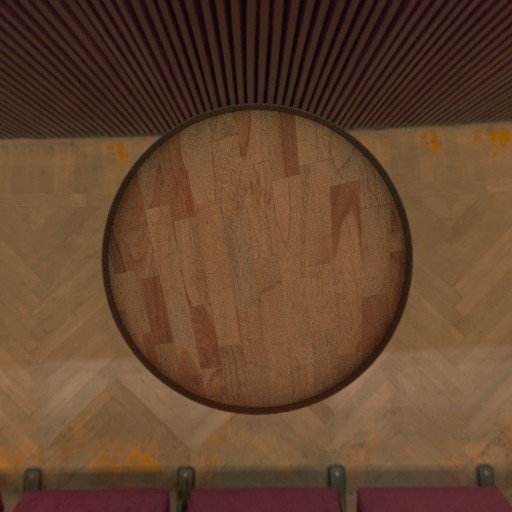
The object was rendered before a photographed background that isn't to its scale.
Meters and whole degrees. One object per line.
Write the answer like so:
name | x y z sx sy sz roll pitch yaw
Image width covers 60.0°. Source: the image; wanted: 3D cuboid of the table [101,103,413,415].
table | 0.000 0.000 0.920 0.406 0.686 0.406 0 91 0
